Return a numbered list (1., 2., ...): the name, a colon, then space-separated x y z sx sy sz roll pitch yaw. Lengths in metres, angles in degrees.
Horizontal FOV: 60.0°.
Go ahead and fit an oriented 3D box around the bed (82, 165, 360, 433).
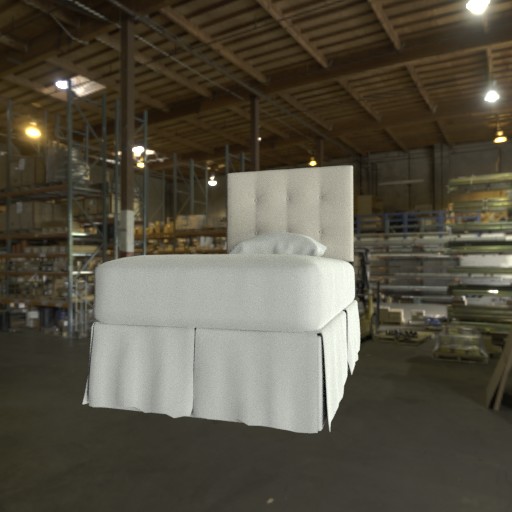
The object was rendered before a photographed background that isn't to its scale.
1. bed: 0.000 0.000 3.002 1.261 1.571 1.997 0 -1 17
